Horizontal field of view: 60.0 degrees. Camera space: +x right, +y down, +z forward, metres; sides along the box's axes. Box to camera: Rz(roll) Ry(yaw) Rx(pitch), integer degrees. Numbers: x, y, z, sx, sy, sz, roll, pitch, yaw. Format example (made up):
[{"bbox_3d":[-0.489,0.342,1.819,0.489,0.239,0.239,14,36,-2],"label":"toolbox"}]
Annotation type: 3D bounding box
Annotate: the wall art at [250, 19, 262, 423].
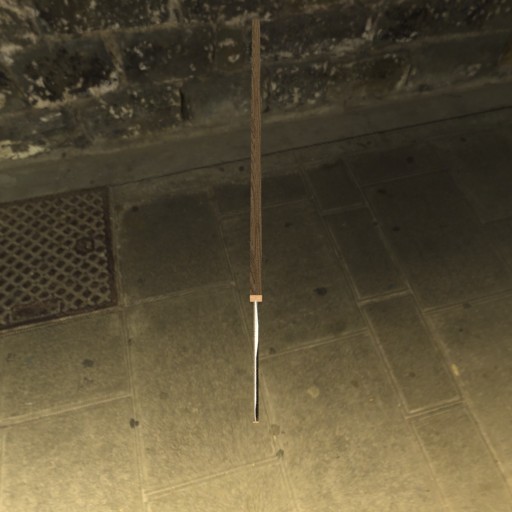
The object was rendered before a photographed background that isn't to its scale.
[{"bbox_3d":[0.000,0.000,0.800,0.011,0.605,0.458,0,59,0],"label":"wall art"}]
